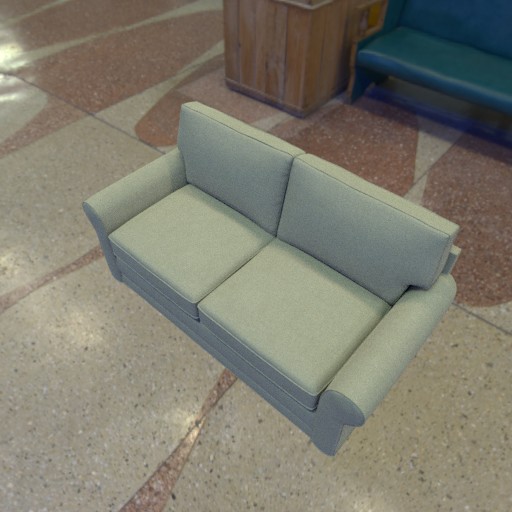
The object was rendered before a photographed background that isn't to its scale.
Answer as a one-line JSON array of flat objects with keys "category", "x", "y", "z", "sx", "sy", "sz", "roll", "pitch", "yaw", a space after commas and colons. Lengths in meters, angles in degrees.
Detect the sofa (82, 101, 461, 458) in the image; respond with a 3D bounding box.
[{"category": "sofa", "x": 0.000, "y": 0.000, "z": 2.254, "sx": 1.774, "sy": 0.933, "sz": 0.861, "roll": 33, "pitch": 55, "yaw": 27}]
